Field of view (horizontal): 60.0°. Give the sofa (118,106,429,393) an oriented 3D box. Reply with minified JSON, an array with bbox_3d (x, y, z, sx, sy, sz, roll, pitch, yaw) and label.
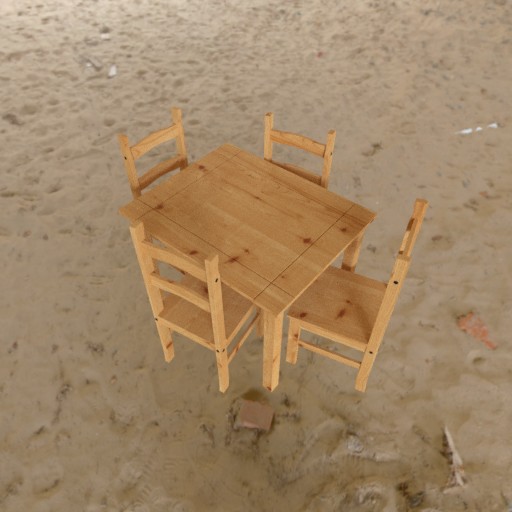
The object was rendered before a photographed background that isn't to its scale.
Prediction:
[{"bbox_3d":[0.000,0.000,2.321,1.529,1.000,1.144,31,54,26],"label":"sofa"}]
